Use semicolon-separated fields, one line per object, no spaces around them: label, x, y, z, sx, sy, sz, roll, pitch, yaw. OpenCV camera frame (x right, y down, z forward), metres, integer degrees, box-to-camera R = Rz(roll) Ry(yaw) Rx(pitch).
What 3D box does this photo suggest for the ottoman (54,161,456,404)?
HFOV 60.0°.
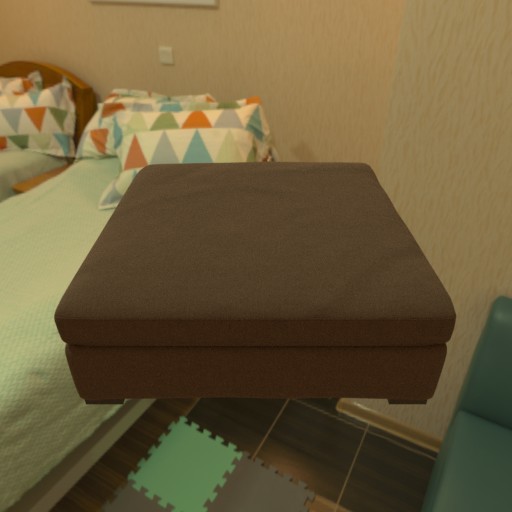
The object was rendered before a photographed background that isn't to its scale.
ottoman;0.000;0.000;1.822;1.181;0.470;1.181;0;32;0
